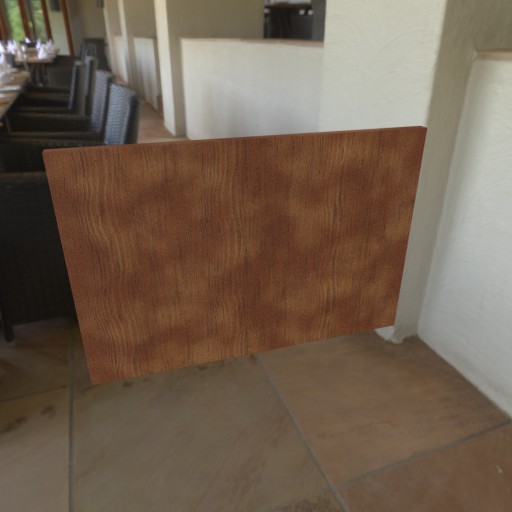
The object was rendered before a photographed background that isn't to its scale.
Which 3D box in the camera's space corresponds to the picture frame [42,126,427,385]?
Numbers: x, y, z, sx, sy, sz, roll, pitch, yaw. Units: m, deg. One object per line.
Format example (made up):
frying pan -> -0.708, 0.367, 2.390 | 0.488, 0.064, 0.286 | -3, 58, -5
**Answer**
picture frame -> 0.000, 0.000, 1.213 | 0.950, 0.640, 0.029 | -8, 28, -15
